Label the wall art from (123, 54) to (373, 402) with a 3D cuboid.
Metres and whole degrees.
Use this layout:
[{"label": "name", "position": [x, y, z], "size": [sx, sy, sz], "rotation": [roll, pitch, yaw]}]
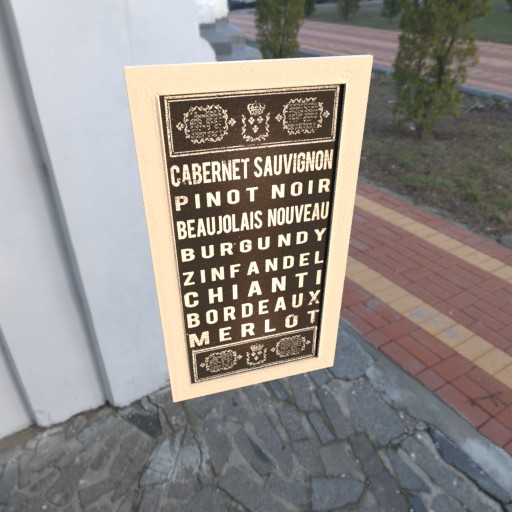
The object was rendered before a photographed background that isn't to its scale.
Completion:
[{"label": "wall art", "position": [0.000, 0.000, 0.837], "size": [0.380, 0.683, 0.013], "rotation": [-9, 33, -14]}]
